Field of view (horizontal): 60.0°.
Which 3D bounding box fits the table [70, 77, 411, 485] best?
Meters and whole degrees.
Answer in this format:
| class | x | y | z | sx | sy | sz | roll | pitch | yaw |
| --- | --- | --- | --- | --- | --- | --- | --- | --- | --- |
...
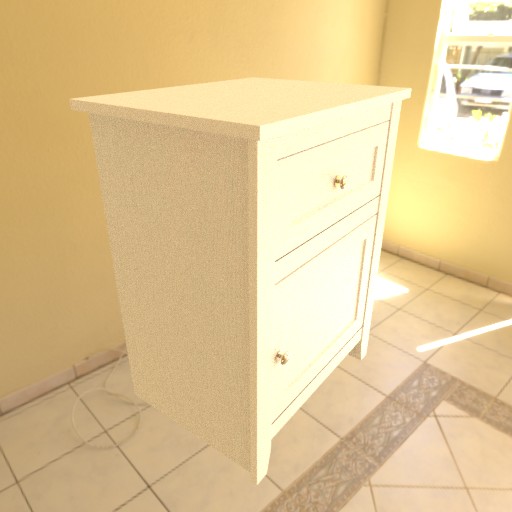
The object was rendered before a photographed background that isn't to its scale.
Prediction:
| class | x | y | z | sx | sy | sz | roll | pitch | yaw |
| --- | --- | --- | --- | --- | --- | --- | --- | --- | --- |
| table | 0.000 | 0.000 | 0.915 | 0.381 | 0.635 | 0.480 | 19 | 32 | 33 |
